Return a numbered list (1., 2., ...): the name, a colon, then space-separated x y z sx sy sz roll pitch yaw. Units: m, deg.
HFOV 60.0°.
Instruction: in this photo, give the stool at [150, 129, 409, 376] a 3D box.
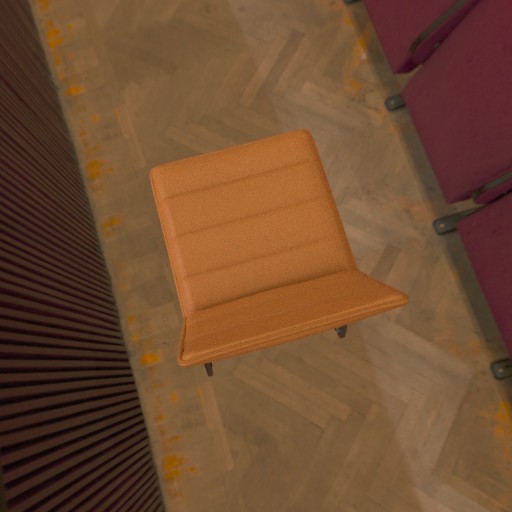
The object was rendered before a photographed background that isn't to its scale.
1. stool: 0.000 0.000 1.166 0.489 0.866 0.524 -15 77 -4
